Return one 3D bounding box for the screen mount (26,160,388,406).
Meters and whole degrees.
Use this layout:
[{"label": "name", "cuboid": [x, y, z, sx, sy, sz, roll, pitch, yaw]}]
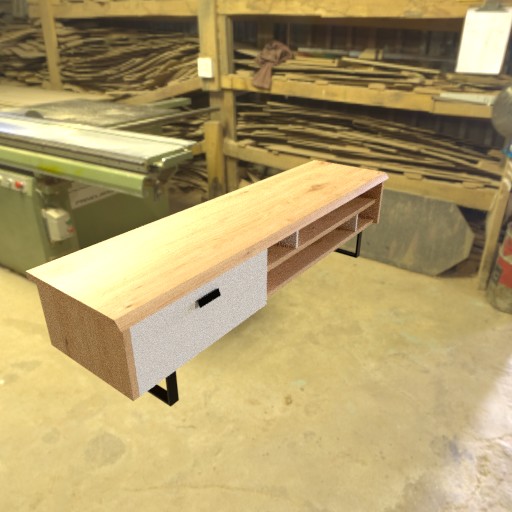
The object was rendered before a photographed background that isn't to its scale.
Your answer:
[{"label": "screen mount", "cuboid": [0.000, 0.000, 1.914, 0.450, 0.430, 1.700, 19, 32, 33]}]
